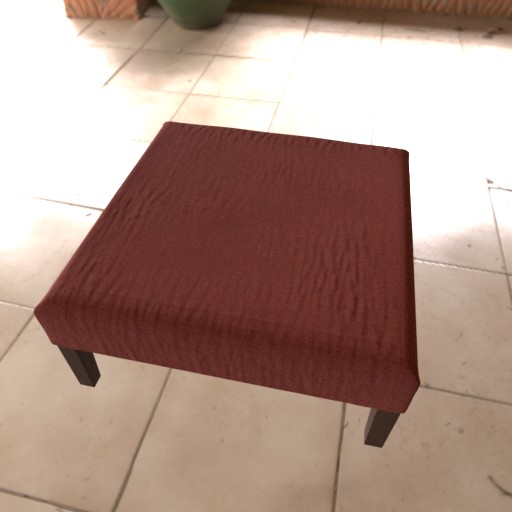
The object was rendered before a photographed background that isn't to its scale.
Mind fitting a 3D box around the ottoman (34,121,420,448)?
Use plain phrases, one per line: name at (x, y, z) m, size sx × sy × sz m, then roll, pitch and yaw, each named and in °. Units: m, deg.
ottoman at (0.000, 0.000, 1.386) m, size 0.889 × 0.411 × 0.890 m, roll 9°, pitch 47°, yaw 8°
